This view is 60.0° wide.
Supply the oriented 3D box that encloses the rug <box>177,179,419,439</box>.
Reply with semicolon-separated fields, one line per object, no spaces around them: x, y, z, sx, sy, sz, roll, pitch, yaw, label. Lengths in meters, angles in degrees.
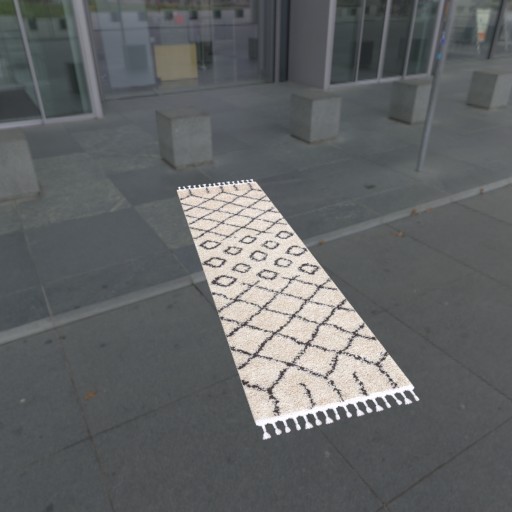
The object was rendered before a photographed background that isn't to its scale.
0.000;0.000;2.666;0.660;0.005;2.464;-8;32;-14;rug
